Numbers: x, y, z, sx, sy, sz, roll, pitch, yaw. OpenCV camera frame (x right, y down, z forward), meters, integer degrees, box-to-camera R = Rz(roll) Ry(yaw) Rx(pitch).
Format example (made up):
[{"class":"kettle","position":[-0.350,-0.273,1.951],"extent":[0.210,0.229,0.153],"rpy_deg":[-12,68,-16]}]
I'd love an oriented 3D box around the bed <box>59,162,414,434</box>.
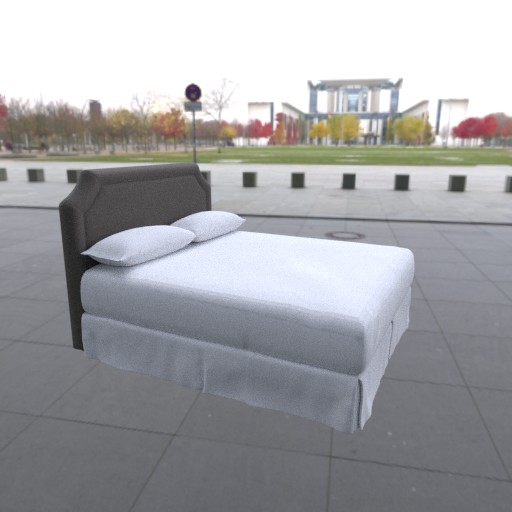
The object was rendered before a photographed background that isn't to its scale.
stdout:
[{"class":"bed","position":[0.000,0.000,4.026],"extent":[2.536,1.561,2.194],"rpy_deg":[7,16,26]}]
